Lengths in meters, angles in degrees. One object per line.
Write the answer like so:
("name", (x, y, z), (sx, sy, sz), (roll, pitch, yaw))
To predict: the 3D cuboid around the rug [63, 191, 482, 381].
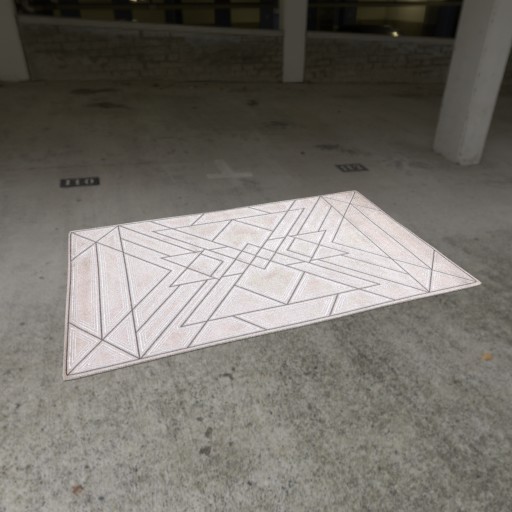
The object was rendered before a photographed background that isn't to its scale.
("rug", (0.000, 0.000, 3.059), (2.459, 0.023, 1.575), (-10, 33, -16))
